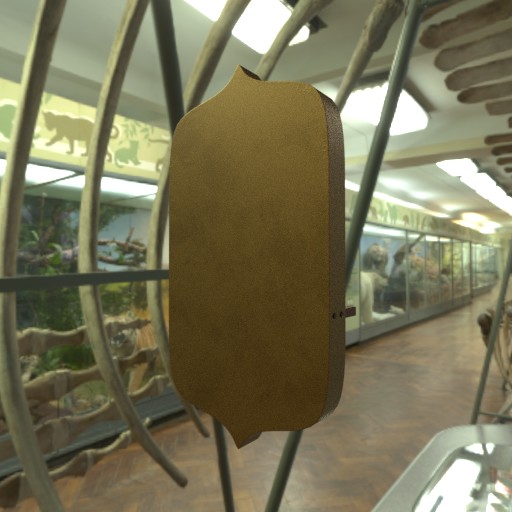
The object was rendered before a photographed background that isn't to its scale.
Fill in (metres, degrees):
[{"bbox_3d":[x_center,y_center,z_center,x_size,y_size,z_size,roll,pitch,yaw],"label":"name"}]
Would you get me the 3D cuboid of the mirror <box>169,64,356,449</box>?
[{"bbox_3d":[0.000,0.000,0.744,0.323,0.613,0.096,-1,-1,36],"label":"mirror"}]
